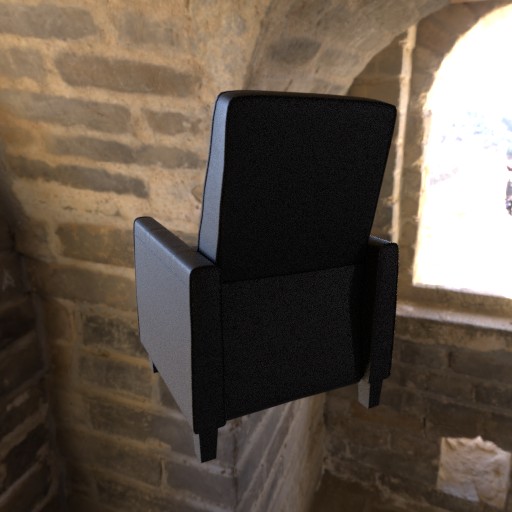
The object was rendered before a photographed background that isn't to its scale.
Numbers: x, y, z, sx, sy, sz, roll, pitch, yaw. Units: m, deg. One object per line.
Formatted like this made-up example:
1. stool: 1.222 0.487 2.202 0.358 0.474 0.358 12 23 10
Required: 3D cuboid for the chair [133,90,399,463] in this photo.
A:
1. chair: 0.000 0.000 1.545 0.705 1.013 0.746 -7 15 -26
